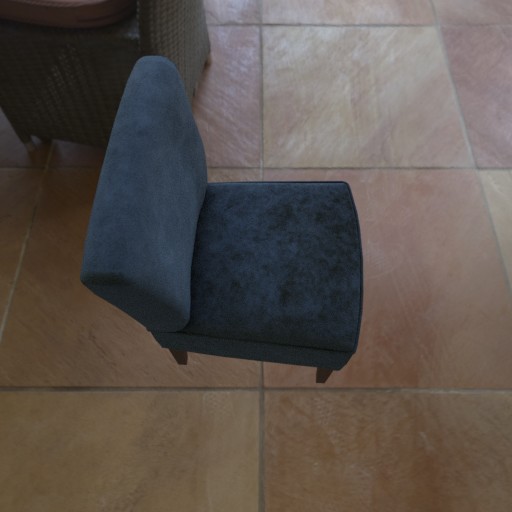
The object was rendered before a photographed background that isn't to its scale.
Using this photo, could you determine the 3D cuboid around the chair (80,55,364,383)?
[{"bbox_3d":[0.000,0.000,1.154,0.551,0.806,0.521,3,63,2],"label":"chair"}]
